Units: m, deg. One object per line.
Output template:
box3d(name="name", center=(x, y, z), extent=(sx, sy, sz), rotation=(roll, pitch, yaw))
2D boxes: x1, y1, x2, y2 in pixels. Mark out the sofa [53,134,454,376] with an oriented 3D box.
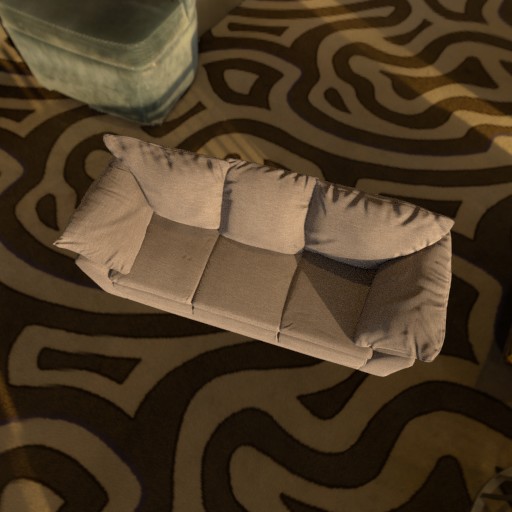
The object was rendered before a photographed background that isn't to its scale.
box3d(name="sofa", center=(0.000, 0.000, 2.938), extent=(2.390, 1.043, 0.927), rotation=(15, 60, 9))
